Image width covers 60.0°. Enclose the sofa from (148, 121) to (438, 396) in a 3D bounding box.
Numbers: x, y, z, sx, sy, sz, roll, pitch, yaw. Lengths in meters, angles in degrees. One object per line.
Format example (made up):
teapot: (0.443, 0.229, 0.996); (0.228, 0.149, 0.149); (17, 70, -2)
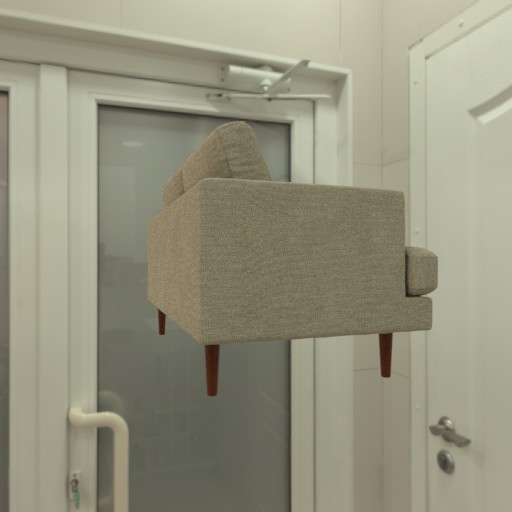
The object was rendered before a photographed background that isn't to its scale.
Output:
sofa: (0.000, 0.000, 2.212); (0.903, 0.944, 1.582); (0, 0, -20)
